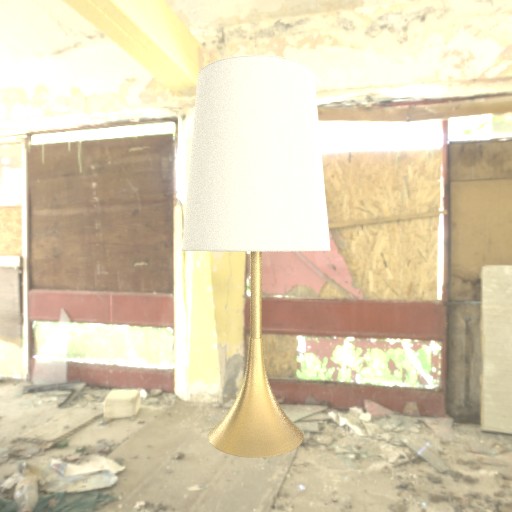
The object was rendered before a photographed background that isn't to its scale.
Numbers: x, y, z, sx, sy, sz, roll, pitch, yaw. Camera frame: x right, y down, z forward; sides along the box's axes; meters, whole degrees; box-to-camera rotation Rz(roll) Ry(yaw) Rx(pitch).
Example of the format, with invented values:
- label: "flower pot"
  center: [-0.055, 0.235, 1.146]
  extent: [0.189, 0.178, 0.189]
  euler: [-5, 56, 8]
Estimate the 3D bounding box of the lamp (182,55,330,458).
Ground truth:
- label: "lamp"
  center: [0.000, 0.000, 0.697]
  extent: [0.231, 0.569, 0.231]
  euler: [0, 1, 0]
